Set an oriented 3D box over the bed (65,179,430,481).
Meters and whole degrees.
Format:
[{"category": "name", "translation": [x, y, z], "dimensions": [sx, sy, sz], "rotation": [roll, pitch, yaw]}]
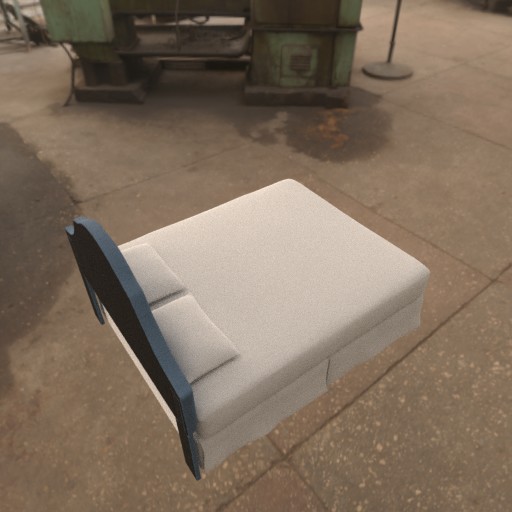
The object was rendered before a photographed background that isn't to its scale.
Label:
[{"category": "bed", "translation": [0.000, 0.000, 3.774], "dimensions": [2.477, 1.617, 2.039], "rotation": [-26, 47, -27]}]
